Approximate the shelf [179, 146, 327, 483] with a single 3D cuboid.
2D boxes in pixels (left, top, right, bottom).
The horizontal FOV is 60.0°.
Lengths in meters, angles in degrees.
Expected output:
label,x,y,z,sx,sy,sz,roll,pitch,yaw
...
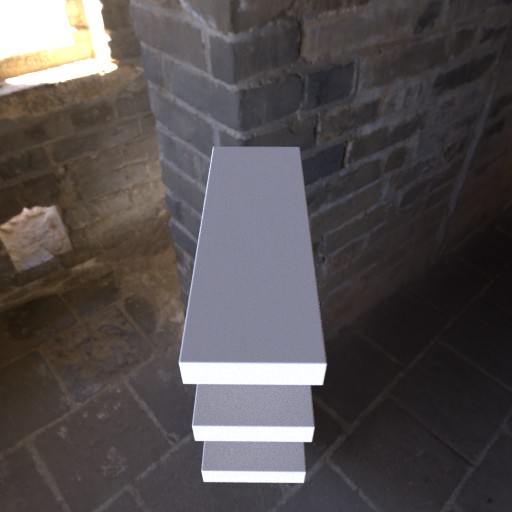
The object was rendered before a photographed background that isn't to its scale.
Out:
label,x,y,z,sx,sy,sz,roll,pitch,yaw
shelf,0.000,0.000,0.739,0.140,0.293,0.610,0,43,0
